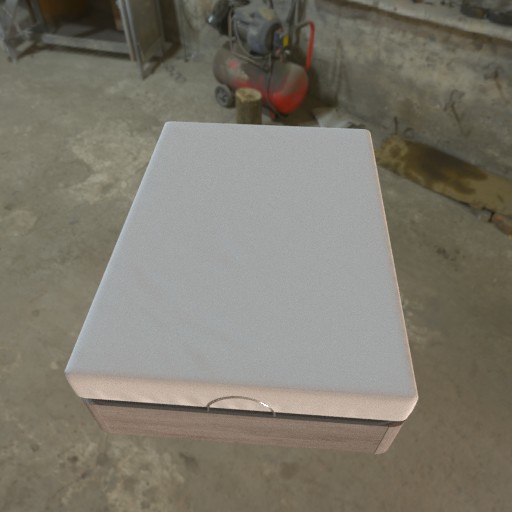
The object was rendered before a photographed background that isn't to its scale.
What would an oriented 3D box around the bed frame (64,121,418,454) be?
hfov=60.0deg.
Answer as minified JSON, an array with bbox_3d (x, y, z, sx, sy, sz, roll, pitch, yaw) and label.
[{"bbox_3d":[0.000,0.000,2.514,1.400,0.561,1.900,3,47,3],"label":"bed frame"}]
